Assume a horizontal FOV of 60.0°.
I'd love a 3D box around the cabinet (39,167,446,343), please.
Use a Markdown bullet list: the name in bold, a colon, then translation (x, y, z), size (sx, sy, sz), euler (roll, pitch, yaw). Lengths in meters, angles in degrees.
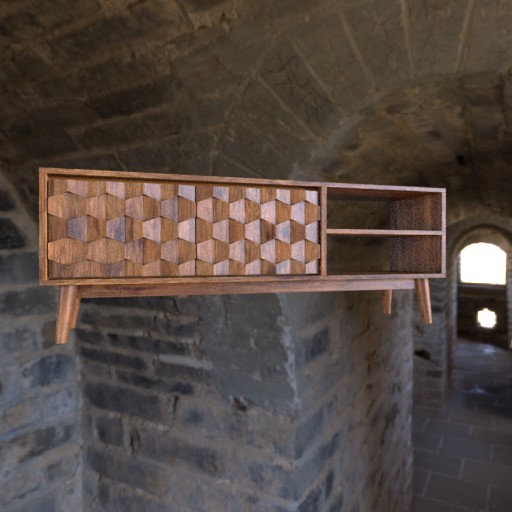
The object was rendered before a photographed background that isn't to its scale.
- **cabinet**: translation (0.000, 0.000, 1.691), size (1.448, 0.528, 0.349), euler (0, 0, -17)
